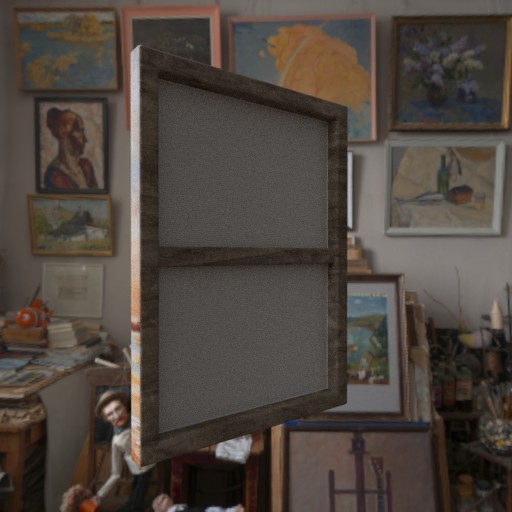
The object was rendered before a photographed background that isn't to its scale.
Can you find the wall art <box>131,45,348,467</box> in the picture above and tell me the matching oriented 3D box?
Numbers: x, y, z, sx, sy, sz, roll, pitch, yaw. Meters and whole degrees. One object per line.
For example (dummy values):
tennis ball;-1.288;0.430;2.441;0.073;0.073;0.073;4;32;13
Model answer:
wall art;0.000;0.000;0.779;0.443;0.605;0.035;0;1;-37
